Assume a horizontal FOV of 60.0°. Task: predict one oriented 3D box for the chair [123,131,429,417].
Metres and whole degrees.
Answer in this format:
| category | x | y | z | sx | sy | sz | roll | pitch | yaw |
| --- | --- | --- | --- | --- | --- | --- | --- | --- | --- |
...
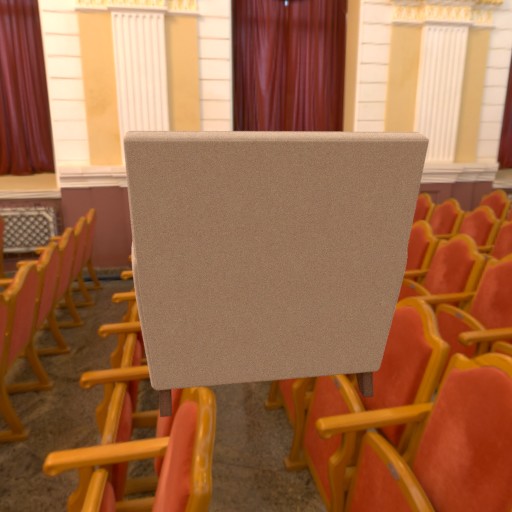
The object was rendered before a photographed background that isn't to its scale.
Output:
| category | x | y | z | sx | sy | sz | roll | pitch | yaw |
| --- | --- | --- | --- | --- | --- | --- | --- | --- | --- |
| chair | 0.000 | 0.000 | 1.596 | 0.840 | 0.846 | 0.871 | -2 | 15 | -9 |
